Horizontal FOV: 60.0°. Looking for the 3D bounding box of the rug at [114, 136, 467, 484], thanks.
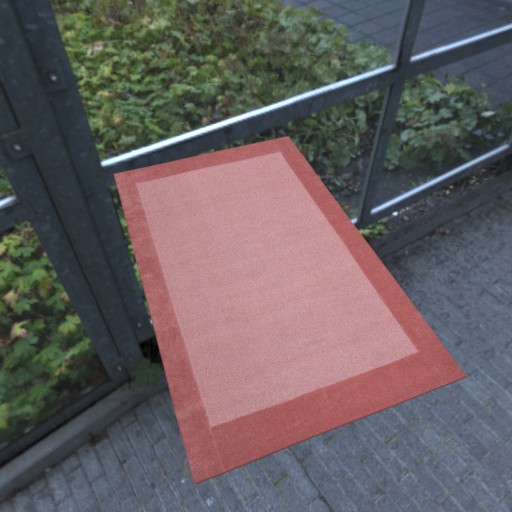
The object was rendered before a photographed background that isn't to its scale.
[{"bbox_3d":[0.000,0.000,2.974,1.524,0.014,2.438,-16,50,-13],"label":"rug"}]
